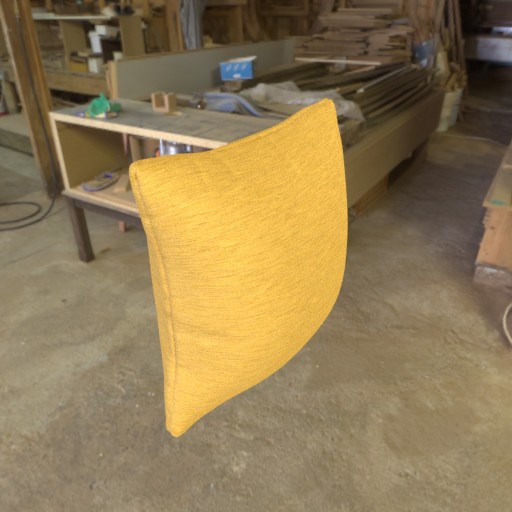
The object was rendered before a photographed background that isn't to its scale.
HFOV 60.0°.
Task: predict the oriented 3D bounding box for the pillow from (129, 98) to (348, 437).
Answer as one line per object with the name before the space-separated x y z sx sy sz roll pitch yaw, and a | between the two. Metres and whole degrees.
pillow | 0.000 0.000 0.702 0.247 0.417 0.435 20 36 30
